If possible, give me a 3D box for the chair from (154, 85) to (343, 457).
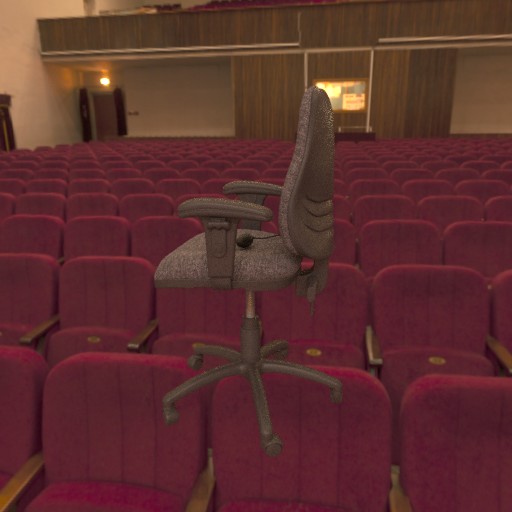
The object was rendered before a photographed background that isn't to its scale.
[{"bbox_3d":[0.000,0.000,1.275,0.530,0.910,0.550,2,15,9],"label":"chair"}]
